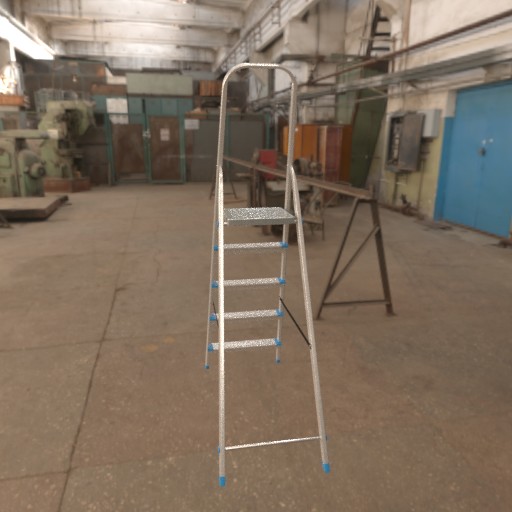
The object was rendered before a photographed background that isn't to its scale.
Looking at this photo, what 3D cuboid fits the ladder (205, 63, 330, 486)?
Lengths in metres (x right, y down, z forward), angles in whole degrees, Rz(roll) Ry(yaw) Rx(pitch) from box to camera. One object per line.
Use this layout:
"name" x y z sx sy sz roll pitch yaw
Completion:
"ladder" 0.000 0.000 2.086 0.468 1.648 0.990 -3 15 -9
